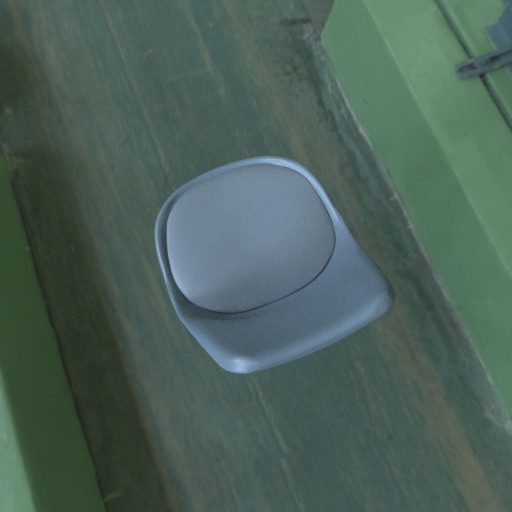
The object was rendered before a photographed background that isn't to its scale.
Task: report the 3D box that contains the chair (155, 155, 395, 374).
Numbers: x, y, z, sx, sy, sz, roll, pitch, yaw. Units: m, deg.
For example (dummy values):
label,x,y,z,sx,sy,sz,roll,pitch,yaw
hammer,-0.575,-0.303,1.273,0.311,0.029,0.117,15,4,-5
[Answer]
label,x,y,z,sx,sy,sz,roll,pitch,yaw
chair,0.000,0.000,1.184,0.485,0.850,0.550,-23,78,-5
